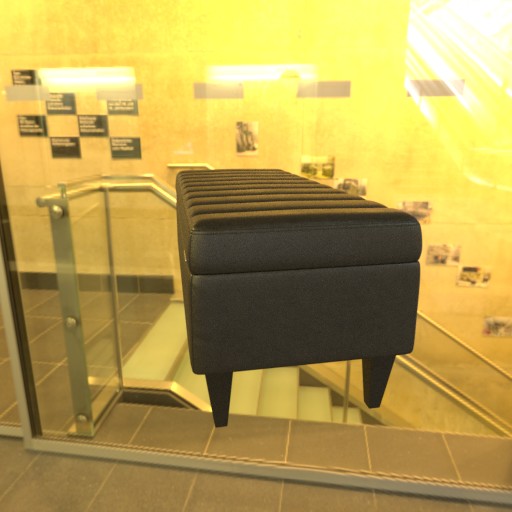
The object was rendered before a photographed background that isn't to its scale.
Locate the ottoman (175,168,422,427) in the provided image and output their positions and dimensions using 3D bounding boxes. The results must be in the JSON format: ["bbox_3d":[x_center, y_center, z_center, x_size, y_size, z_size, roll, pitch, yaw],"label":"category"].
[{"bbox_3d":[0.000,0.000,1.430,0.482,0.469,1.151,-3,16,-11],"label":"ottoman"}]
